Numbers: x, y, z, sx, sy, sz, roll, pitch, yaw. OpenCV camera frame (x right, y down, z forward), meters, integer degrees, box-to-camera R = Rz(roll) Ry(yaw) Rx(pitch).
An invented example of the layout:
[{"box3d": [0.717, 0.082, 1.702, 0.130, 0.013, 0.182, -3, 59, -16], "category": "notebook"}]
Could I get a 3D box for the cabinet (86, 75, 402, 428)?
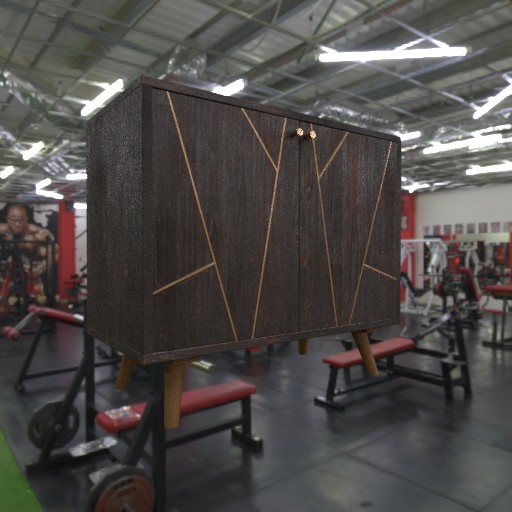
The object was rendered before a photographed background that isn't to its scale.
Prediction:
[{"box3d": [0.000, 0.000, 1.573, 1.023, 0.897, 0.529, -1, 1, -36], "category": "cabinet"}]
